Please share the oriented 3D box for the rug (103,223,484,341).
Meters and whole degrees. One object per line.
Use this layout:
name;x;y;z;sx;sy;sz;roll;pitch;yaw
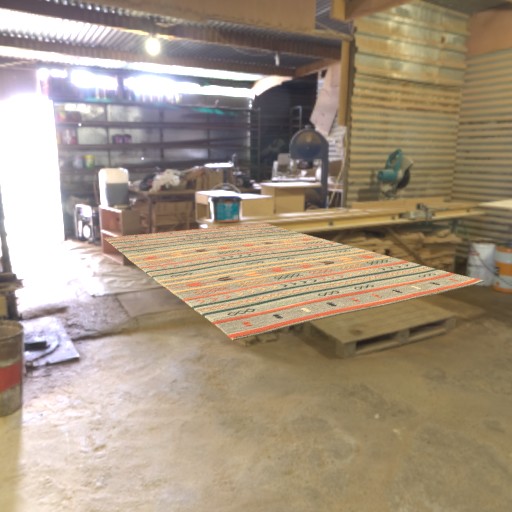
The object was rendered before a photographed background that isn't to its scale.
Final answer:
rug;0.000;0.000;2.385;1.220;0.017;1.835;-8;15;-29
